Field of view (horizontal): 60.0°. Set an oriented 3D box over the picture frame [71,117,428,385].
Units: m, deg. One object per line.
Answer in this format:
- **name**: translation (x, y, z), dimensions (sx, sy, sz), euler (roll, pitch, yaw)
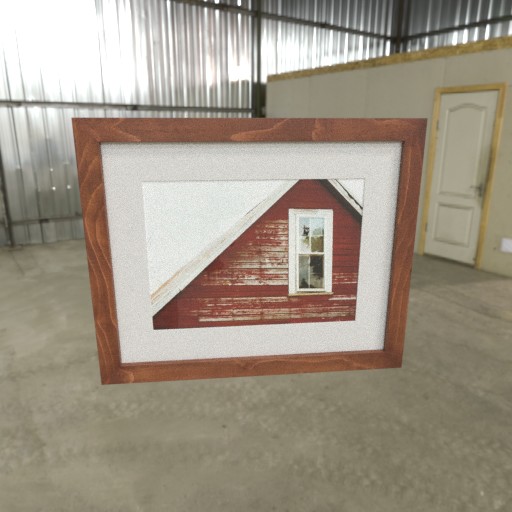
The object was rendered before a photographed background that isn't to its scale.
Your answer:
- **picture frame**: translation (0.000, 0.000, 0.769), dimensions (0.559, 0.457, 0.025), euler (-2, 17, -6)
